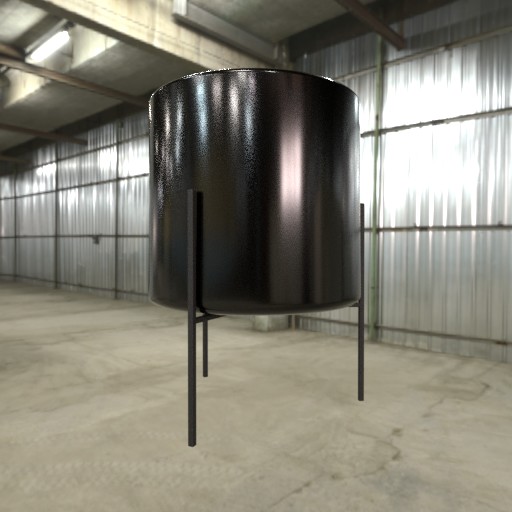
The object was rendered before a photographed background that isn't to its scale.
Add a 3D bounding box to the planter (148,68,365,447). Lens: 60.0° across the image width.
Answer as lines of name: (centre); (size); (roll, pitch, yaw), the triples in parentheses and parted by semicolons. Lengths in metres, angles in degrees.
planter: (0.000, 0.000, 0.654); (0.310, 0.432, 0.310); (0, 1, -18)
